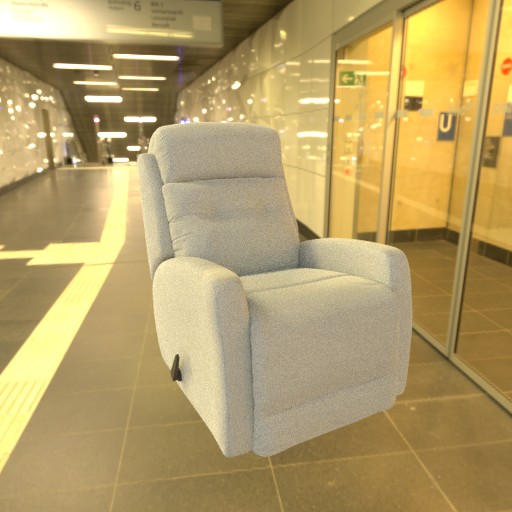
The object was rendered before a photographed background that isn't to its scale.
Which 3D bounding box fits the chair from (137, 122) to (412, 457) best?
[{"bbox_3d":[0.000,0.000,1.726,0.798,1.013,1.043,-8,18,-27],"label":"chair"}]
